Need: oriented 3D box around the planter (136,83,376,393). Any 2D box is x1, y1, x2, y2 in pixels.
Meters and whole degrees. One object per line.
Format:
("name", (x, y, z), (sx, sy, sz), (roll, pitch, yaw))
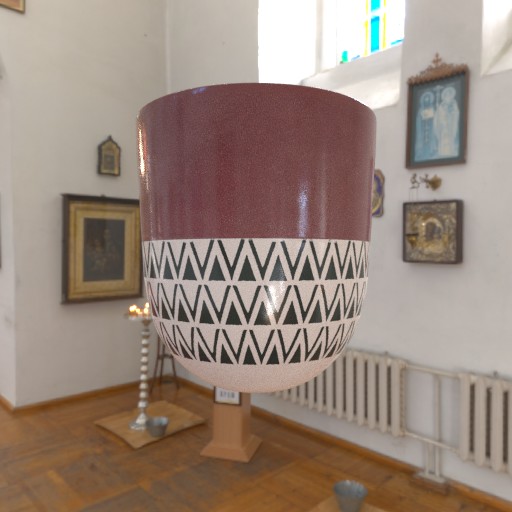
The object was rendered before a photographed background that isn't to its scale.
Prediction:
("planter", (0.000, 0.000, 0.371), (0.195, 0.214, 0.195), (0, 0, 0))
